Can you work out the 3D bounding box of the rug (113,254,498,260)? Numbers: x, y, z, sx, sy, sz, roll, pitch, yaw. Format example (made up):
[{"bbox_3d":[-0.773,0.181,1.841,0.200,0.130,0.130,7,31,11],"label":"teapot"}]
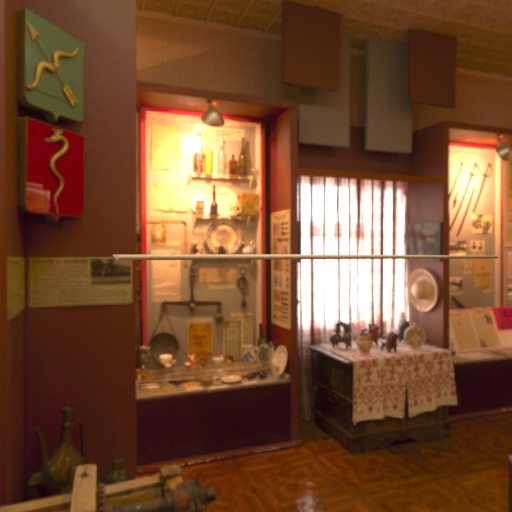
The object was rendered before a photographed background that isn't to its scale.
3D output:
[{"bbox_3d":[0.000,0.000,3.975,2.430,0.018,2.976,0,0,-18],"label":"rug"}]
